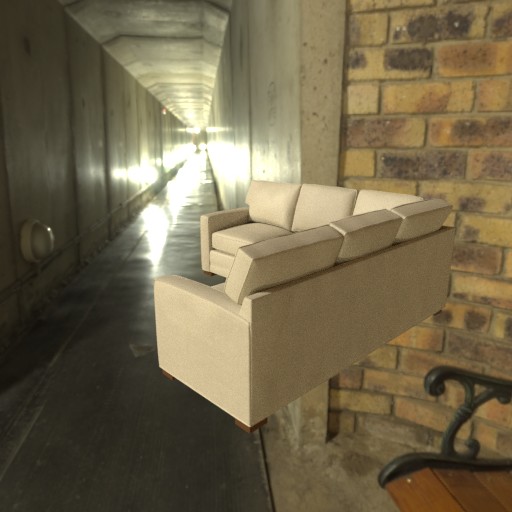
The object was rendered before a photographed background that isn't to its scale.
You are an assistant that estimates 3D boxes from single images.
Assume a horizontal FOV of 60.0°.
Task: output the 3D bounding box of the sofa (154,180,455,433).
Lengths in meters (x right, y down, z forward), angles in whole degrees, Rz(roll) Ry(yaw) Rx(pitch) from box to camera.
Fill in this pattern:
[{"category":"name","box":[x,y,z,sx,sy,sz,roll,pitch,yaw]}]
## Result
[{"category":"sofa","box":[0.000,0.000,3.492,2.189,0.939,2.182,-15,22,-42]}]
